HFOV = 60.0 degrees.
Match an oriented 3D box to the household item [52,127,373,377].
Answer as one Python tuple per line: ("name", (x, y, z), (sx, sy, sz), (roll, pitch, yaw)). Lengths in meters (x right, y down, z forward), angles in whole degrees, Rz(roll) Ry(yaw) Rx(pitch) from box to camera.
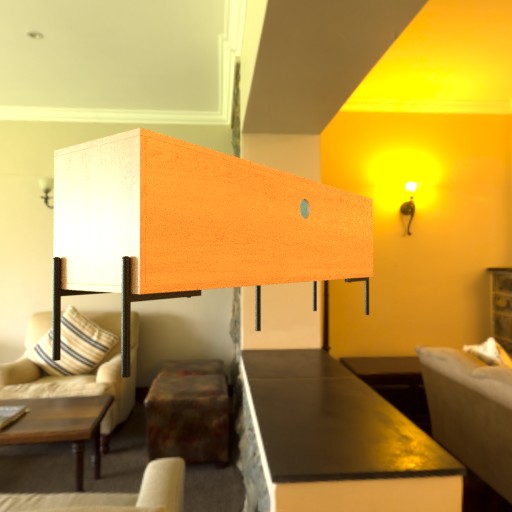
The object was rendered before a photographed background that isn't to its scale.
("household item", (0.000, 0.000, 1.790), (0.400, 0.600, 1.550), (-1, -1, 36))
